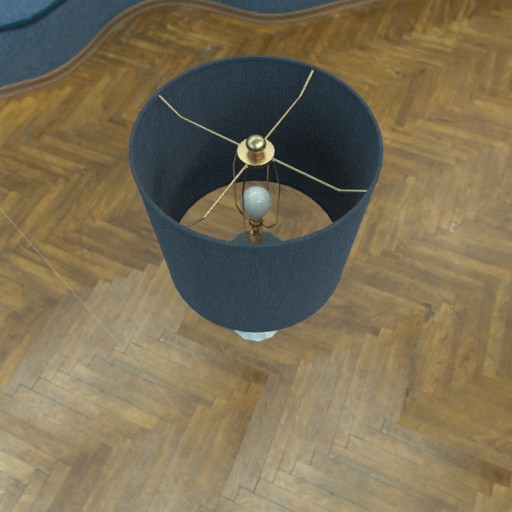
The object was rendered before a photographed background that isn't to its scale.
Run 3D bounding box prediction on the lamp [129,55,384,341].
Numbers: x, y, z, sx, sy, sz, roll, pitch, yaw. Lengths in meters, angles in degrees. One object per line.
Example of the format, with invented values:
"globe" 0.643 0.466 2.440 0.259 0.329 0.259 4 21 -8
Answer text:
"lamp" 0.000 0.000 0.719 0.277 0.537 0.277 -18 63 -10
